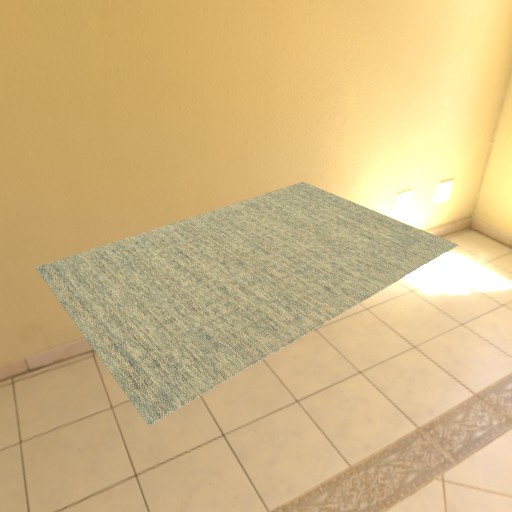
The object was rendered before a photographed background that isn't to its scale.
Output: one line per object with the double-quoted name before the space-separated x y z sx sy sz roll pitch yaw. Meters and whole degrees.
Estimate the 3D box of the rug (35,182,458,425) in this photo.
"rug" 0.000 0.000 2.183 1.752 0.006 1.142 -22 37 -33
